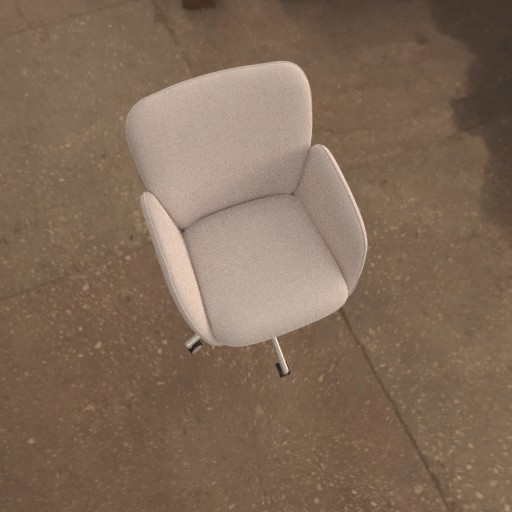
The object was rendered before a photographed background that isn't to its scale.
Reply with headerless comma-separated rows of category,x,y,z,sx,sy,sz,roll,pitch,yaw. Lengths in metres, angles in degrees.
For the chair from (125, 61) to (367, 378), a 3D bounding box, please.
chair,0.000,0.000,1.418,0.648,0.959,0.633,-19,66,-9
